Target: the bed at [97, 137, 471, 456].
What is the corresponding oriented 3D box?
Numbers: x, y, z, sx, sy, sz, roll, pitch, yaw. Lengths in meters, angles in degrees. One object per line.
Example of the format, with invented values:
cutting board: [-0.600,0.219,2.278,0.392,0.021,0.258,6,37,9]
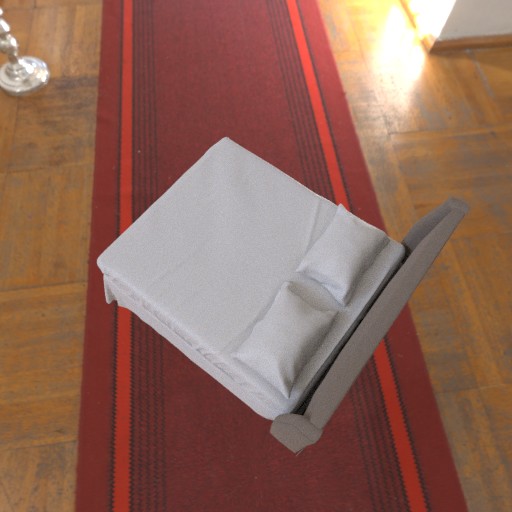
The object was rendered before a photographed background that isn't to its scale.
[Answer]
bed: [0.000,0.000,3.563,2.276,1.332,1.925,35,68,16]
